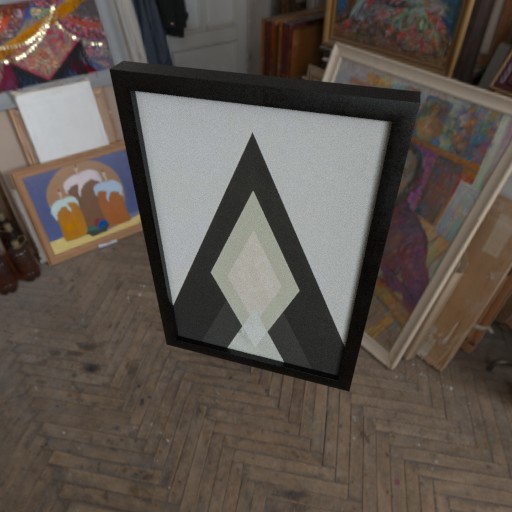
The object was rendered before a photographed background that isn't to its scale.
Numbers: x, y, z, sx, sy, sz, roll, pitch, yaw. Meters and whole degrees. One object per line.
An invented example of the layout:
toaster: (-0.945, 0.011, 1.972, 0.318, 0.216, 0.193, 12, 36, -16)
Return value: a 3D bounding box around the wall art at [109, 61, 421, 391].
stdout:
wall art: (0.000, 0.000, 0.587, 0.313, 0.457, 0.031, 11, 42, 13)
